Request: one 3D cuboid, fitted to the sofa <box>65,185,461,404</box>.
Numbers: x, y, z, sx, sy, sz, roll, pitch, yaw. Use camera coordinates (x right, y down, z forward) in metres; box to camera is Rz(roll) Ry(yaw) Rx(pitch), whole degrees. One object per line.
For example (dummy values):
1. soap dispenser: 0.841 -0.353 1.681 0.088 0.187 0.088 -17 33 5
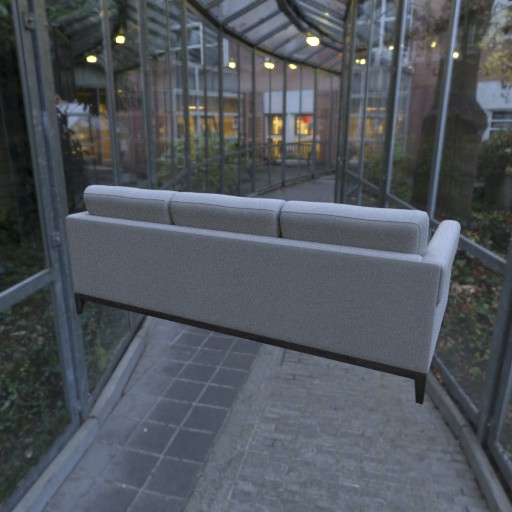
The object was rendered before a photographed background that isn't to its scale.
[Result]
1. sofa: 0.000 0.000 2.733 2.210 0.838 0.959 8 18 26
